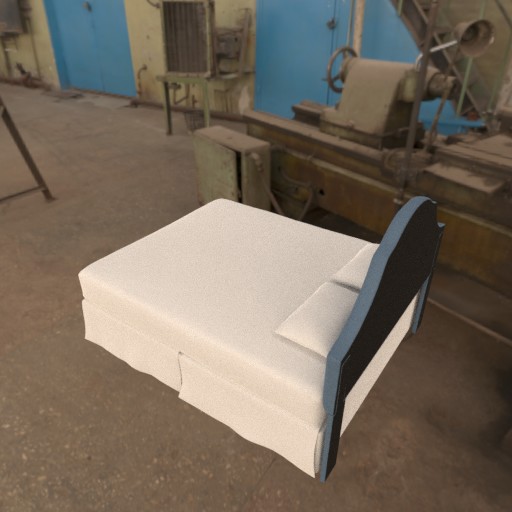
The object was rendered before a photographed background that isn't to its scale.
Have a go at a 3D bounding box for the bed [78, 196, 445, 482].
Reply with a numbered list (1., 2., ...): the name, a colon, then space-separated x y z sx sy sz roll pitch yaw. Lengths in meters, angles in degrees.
1. bed: 0.000 0.000 3.748 2.477 1.617 2.039 20 37 30
